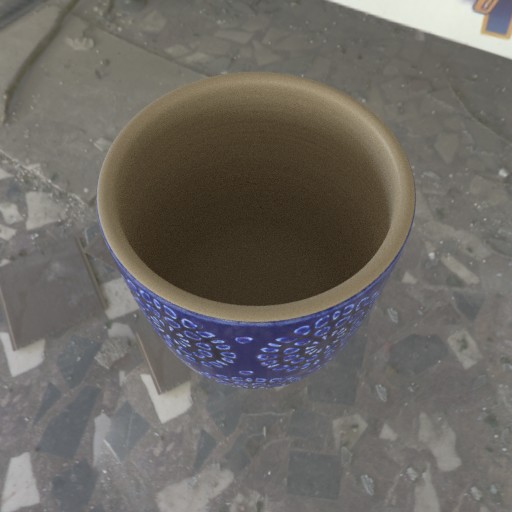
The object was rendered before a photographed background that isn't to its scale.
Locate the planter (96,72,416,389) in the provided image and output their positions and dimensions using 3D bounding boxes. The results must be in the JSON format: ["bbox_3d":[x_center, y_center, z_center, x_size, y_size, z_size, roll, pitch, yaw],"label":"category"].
[{"bbox_3d":[0.000,0.000,0.198,0.109,0.112,0.109,0,60,0],"label":"planter"}]
